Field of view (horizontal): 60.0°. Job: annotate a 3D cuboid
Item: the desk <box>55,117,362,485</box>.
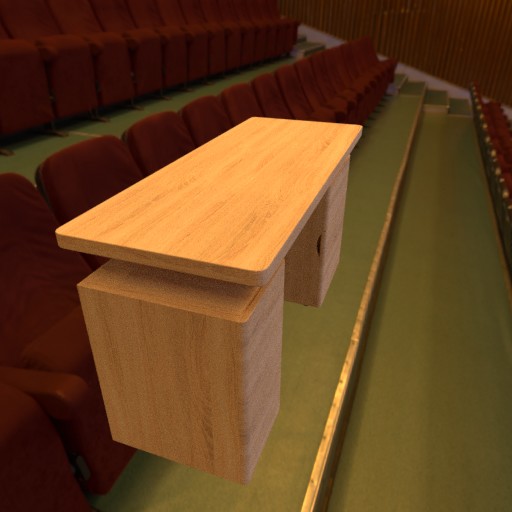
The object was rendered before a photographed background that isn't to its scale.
[{"bbox_3d":[0.000,0.000,1.751,0.550,0.760,1.400,10,31,17],"label":"desk"}]
